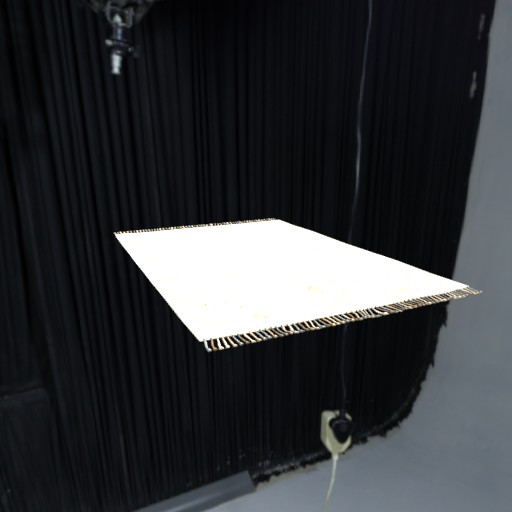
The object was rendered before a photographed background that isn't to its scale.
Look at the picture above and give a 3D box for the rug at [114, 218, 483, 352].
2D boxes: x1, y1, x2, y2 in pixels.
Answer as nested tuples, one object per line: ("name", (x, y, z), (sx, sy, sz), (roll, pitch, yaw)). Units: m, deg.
("rug", (0.000, 0.000, 2.387), (1.218, 0.017, 1.861), (-7, 17, -25))
